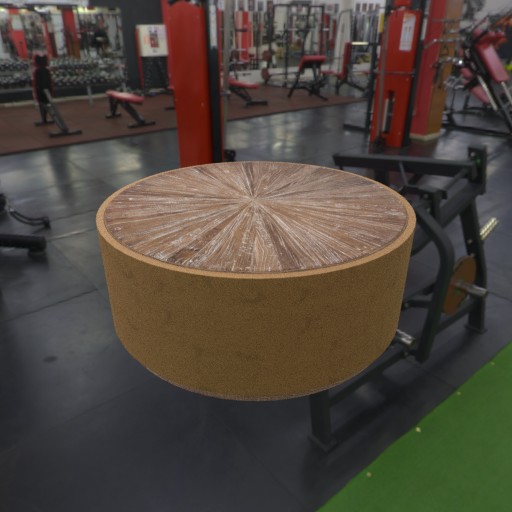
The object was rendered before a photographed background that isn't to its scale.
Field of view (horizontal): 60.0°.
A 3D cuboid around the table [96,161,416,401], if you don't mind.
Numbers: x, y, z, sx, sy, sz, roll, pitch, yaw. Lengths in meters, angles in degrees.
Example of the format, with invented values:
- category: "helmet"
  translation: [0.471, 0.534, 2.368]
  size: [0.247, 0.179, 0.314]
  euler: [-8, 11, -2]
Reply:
- category: "table"
  translation: [0.000, 0.000, 1.545]
  size: [1.001, 0.409, 1.001]
  euler: [0, 27, 0]
